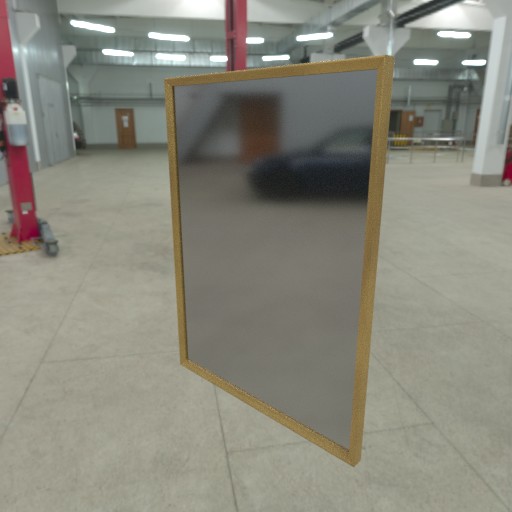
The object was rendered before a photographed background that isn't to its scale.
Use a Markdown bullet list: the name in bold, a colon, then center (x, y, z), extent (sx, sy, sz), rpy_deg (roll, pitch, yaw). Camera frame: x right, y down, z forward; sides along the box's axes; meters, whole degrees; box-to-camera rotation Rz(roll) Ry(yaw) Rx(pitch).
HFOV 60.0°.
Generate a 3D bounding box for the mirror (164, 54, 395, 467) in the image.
- **mirror**: center (0.000, 0.000, 1.305), extent (0.762, 1.016, 0.041), rpy_deg (16, 23, 41)
